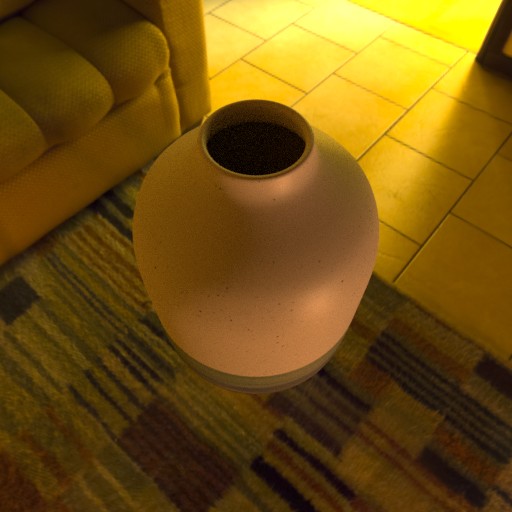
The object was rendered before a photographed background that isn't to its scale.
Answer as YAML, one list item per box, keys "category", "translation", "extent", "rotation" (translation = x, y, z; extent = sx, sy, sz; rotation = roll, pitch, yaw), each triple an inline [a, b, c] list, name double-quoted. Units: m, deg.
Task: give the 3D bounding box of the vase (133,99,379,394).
- category: "vase"
  translation: [0.000, 0.000, 0.341]
  extent: [0.169, 0.240, 0.169]
  rotation: [0, 57, 0]
